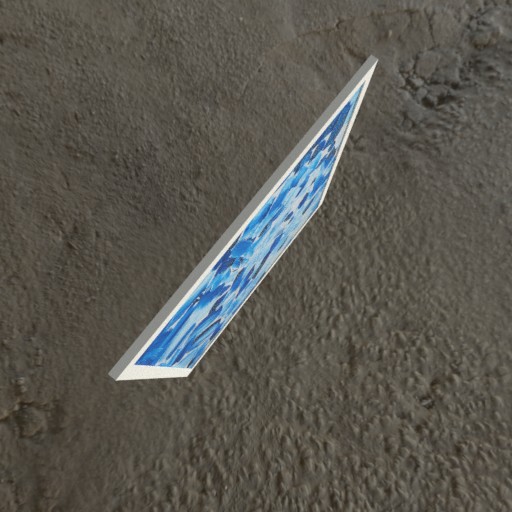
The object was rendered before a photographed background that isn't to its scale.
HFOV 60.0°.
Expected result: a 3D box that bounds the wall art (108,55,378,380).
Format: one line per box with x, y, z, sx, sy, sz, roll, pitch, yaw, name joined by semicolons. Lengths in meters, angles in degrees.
0.000;0.000;1.004;0.015;0.660;0.660;37;78;9;wall art
